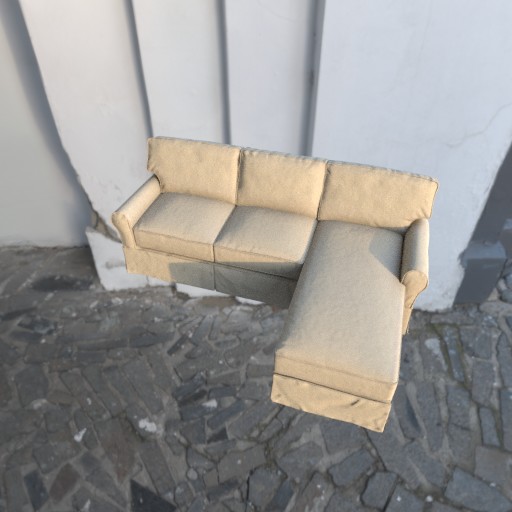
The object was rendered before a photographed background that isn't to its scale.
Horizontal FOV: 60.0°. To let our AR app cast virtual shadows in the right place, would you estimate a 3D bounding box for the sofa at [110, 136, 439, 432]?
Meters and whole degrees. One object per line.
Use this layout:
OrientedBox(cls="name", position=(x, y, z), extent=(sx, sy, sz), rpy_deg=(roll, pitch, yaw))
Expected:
OrientedBox(cls="sofa", position=(0.000, 0.000, 3.348), extent=(2.475, 0.978, 1.733), rpy_deg=(12, 43, 13))
